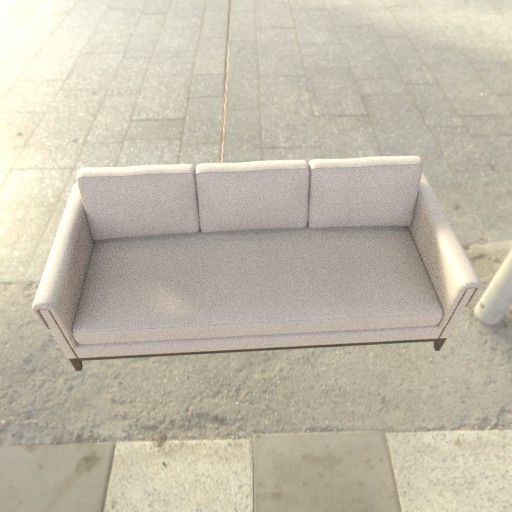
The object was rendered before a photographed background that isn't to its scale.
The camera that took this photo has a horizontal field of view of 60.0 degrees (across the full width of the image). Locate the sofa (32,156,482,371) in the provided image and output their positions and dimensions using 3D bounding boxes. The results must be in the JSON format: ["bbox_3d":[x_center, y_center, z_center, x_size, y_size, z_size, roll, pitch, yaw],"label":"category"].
[{"bbox_3d":[0.000,0.000,2.632,2.210,0.838,0.959,-3,48,-2],"label":"sofa"}]
